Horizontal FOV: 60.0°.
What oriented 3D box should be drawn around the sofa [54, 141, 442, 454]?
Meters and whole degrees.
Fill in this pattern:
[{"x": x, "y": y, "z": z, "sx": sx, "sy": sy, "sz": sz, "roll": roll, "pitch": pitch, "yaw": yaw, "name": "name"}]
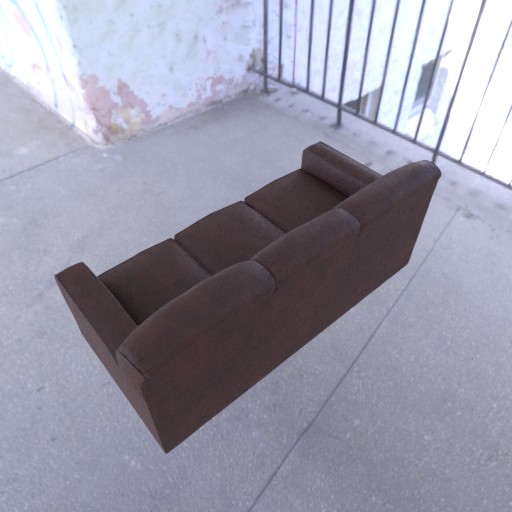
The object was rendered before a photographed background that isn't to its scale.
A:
[{"x": 0.000, "y": 0.000, "z": 2.630, "sx": 2.039, "sy": 0.953, "sz": 1.008, "roll": -32, "pitch": 53, "yaw": -27, "name": "sofa"}]
